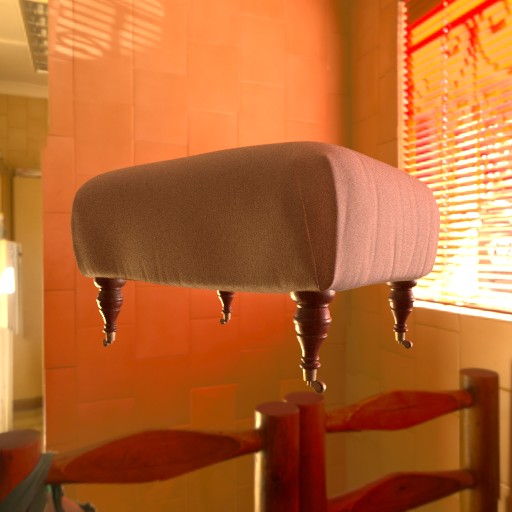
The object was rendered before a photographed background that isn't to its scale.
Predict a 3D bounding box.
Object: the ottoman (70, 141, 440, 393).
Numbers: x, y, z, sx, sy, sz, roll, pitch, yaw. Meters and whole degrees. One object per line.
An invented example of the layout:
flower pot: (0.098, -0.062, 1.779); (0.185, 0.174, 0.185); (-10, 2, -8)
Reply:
ottoman: (0.000, 0.000, 1.098); (0.746, 0.450, 0.622); (0, 0, 37)
